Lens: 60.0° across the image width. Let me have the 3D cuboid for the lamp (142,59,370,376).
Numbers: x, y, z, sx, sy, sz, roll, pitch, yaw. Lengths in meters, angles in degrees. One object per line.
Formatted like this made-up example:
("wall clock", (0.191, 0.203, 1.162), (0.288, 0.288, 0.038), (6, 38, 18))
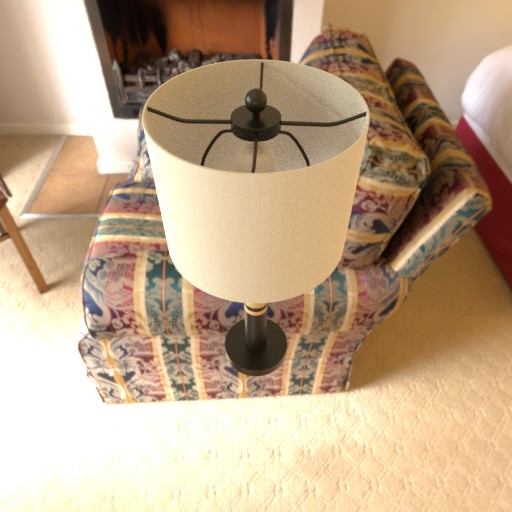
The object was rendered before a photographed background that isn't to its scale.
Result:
("lamp", (0.000, 0.000, 0.817), (0.305, 0.640, 0.305), (-31, 54, -26))
